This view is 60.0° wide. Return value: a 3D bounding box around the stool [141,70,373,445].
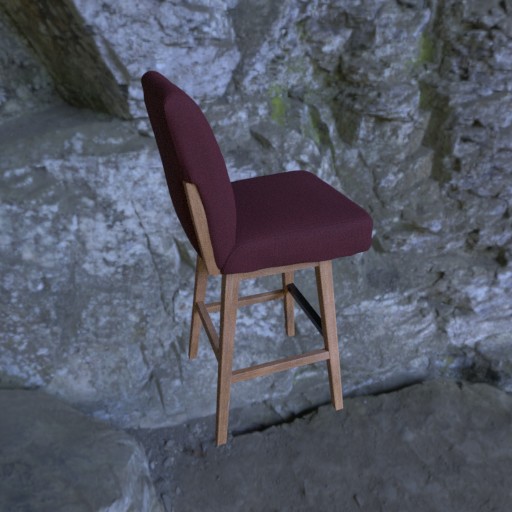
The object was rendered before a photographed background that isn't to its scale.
[{"bbox_3d":[0.000,0.000,1.422,0.562,1.093,0.468,-10,31,-17],"label":"stool"}]
